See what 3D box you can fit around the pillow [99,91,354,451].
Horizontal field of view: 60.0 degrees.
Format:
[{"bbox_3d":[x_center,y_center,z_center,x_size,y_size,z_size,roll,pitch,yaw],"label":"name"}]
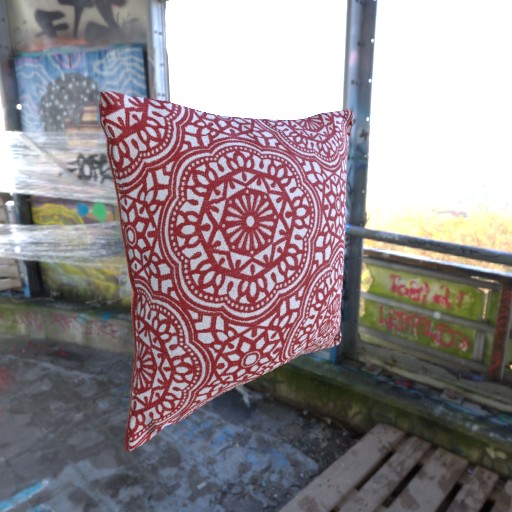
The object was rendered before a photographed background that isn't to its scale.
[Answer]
[{"bbox_3d":[0.000,0.000,0.637,0.438,0.419,0.162,-14,20,-42],"label":"pillow"}]
